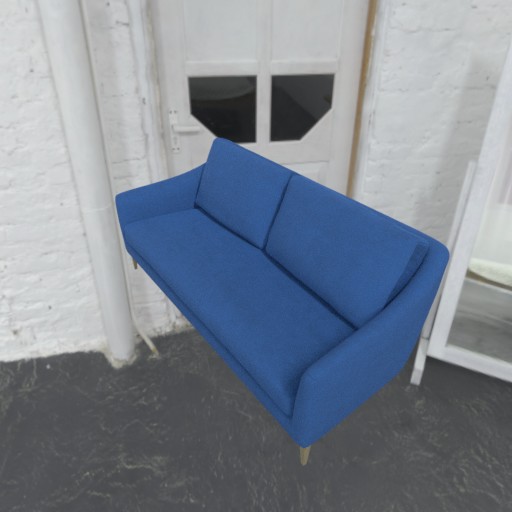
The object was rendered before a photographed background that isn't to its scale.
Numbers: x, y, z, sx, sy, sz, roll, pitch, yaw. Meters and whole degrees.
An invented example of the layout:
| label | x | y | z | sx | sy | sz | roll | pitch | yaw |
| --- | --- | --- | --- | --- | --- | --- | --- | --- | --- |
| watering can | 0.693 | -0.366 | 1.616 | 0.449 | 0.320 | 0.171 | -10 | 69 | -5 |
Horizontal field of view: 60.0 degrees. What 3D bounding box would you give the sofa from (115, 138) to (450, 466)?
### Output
| label | x | y | z | sx | sy | sz | roll | pitch | yaw |
| --- | --- | --- | --- | --- | --- | --- | --- | --- | --- |
| sofa | 0.000 | 0.000 | 2.607 | 0.960 | 0.903 | 2.036 | -21 | 38 | -29 |
